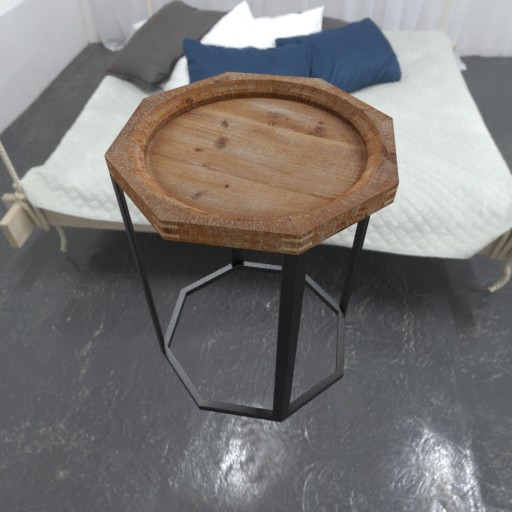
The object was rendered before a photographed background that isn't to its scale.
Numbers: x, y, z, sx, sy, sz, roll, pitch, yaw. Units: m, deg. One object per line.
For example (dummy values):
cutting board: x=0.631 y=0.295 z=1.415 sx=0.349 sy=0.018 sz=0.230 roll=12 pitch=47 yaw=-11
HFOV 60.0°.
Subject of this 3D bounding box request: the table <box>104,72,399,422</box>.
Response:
table: x=0.000 y=0.000 z=0.883 sx=0.458 sy=0.543 sz=0.458 roll=-10 pitch=47 yaw=-9
